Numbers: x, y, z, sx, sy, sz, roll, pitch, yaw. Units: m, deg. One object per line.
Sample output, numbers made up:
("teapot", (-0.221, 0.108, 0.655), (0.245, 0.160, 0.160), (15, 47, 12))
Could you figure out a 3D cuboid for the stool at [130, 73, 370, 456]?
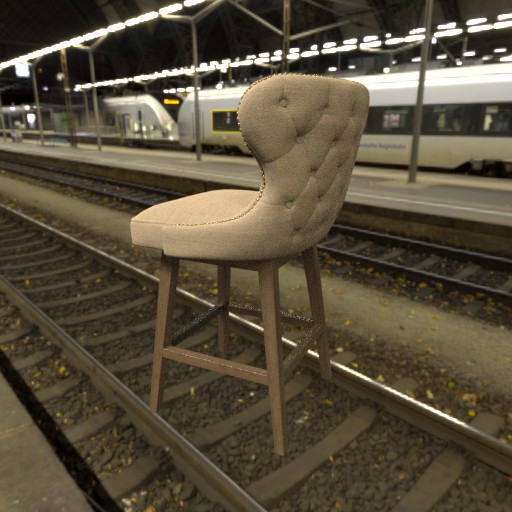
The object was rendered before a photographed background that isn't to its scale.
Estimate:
("stool", (0.000, 0.000, 1.344), (0.597, 0.972, 0.615), (8, 18, 25))
